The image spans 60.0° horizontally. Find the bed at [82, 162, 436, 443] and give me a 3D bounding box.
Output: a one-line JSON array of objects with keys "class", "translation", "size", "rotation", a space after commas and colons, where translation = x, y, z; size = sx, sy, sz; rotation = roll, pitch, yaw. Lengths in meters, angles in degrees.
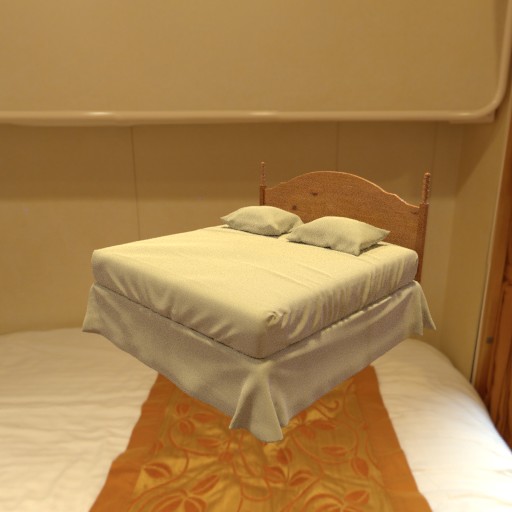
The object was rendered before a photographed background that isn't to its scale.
[{"class": "bed", "translation": [0.000, 0.000, 3.710], "size": [2.322, 1.355, 2.219], "rotation": [15, 21, 42]}]
